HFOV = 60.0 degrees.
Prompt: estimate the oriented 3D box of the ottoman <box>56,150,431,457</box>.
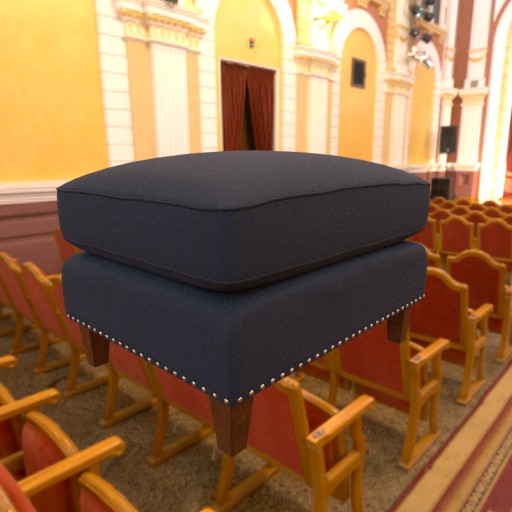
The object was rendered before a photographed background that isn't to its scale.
[{"bbox_3d":[0.000,0.000,1.107,0.584,0.513,0.741,12,18,42],"label":"ottoman"}]
